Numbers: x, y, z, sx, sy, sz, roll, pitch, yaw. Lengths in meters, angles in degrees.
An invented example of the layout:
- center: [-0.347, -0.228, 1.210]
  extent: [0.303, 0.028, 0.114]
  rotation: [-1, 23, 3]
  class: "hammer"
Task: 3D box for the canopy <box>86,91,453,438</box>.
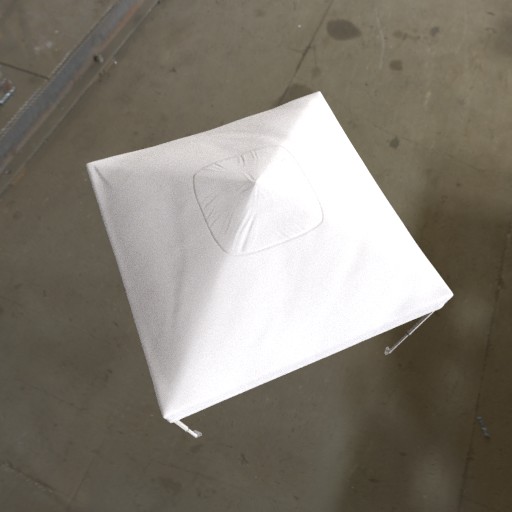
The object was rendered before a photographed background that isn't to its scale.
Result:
- center: [0.000, 0.000, 5.365]
  extent: [2.996, 2.997, 2.998]
  rotation: [-20, 65, -10]
  class: "canopy"
